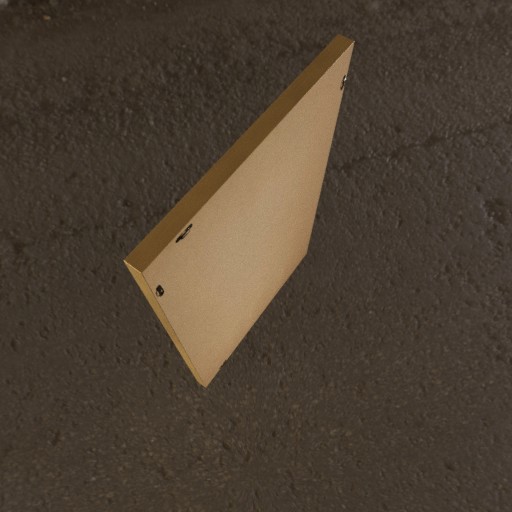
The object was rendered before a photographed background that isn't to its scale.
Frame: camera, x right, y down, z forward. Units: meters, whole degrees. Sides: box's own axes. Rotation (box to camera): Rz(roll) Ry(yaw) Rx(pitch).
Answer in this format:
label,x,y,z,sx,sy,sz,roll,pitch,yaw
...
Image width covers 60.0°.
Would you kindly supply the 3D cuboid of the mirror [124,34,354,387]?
label,x,y,z,sx,sy,sz,roll,pitch,yaw
mirror,0.000,0.000,1.163,0.041,0.915,0.609,33,68,15
